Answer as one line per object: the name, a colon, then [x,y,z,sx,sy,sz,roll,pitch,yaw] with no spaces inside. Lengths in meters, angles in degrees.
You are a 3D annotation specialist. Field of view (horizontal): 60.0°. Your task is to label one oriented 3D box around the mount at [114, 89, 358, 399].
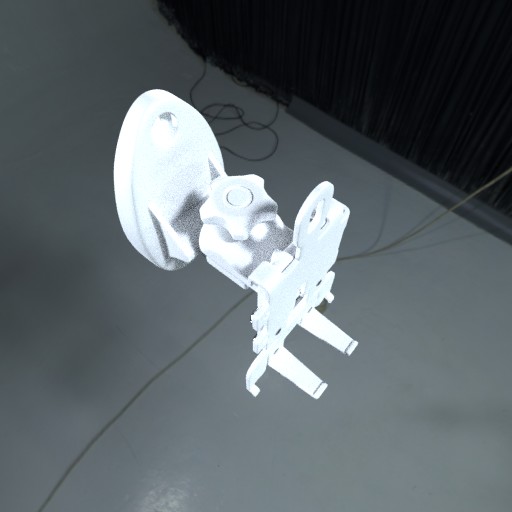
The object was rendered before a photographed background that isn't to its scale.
mount: [0.000,0.000,0.180,0.100,0.118,0.066,35,65,19]
